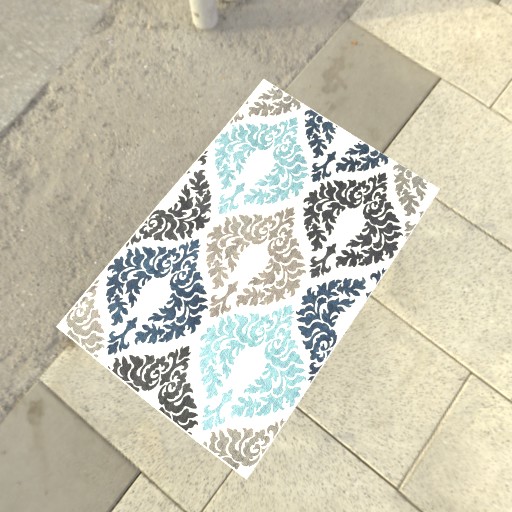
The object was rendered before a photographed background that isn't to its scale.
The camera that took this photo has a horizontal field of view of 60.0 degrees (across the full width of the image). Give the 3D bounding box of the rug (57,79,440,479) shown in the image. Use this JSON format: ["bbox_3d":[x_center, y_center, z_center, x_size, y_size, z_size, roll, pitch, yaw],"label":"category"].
[{"bbox_3d":[0.000,0.000,2.950,1.514,0.014,2.275,35,78,9],"label":"rug"}]
